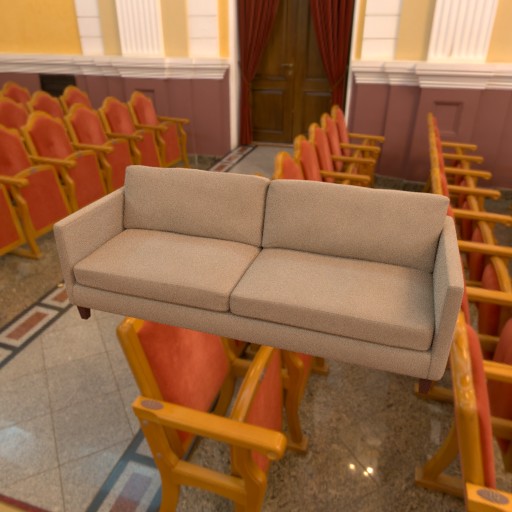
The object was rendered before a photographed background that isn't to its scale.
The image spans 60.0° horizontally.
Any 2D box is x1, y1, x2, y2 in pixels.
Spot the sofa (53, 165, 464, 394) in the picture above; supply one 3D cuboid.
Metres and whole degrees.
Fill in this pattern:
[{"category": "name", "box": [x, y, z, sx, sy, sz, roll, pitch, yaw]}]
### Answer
[{"category": "sofa", "box": [0.000, 0.000, 2.922, 2.404, 0.912, 0.988, 9, 29, 16]}]
